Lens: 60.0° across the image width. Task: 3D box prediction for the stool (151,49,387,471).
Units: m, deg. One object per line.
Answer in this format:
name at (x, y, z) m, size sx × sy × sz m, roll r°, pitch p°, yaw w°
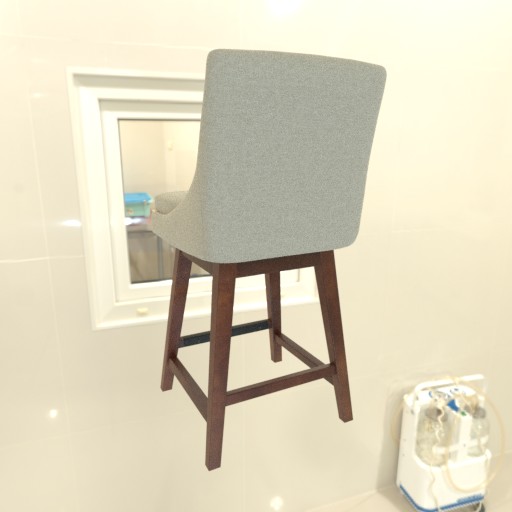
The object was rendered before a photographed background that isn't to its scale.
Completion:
stool at (0.000, 0.000, 1.274) m, size 0.469 × 0.991 × 0.559 m, roll -7°, pitch 16°, yaw -27°
